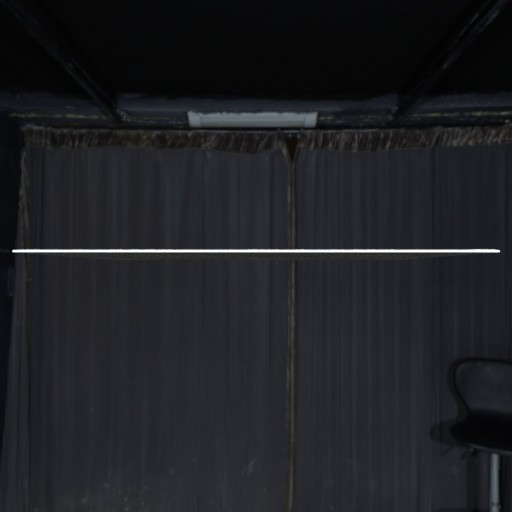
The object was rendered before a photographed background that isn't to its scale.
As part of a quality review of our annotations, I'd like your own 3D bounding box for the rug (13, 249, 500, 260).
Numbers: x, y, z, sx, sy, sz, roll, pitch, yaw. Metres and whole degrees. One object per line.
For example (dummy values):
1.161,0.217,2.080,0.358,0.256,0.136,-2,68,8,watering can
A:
0.000,0.000,3.402,2.746,0.018,1.819,0,-2,0,rug
